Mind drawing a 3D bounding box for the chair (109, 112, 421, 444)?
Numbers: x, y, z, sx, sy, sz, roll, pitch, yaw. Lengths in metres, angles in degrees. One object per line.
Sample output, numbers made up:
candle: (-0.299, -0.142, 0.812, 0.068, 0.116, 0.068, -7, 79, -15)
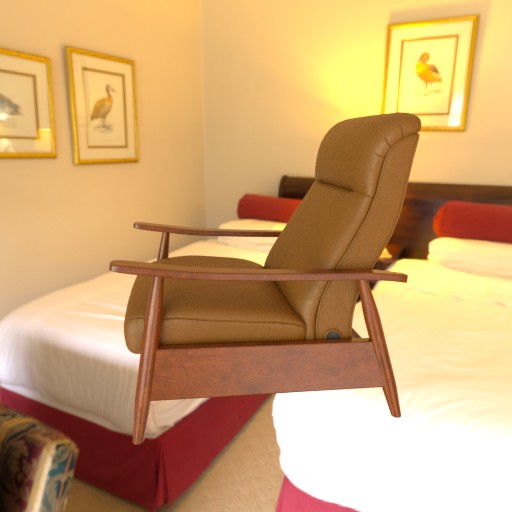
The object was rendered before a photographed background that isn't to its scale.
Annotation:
chair: (0.000, 0.000, 1.777, 1.014, 1.082, 0.762, -2, 14, -9)
